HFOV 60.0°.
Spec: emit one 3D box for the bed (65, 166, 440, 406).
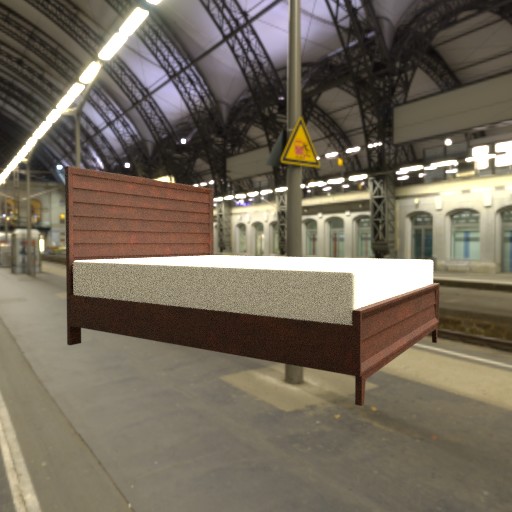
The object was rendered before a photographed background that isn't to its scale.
[{"bbox_3d":[0.000,0.000,3.210,2.184,1.270,1.600,1,2,34],"label":"bed"}]
